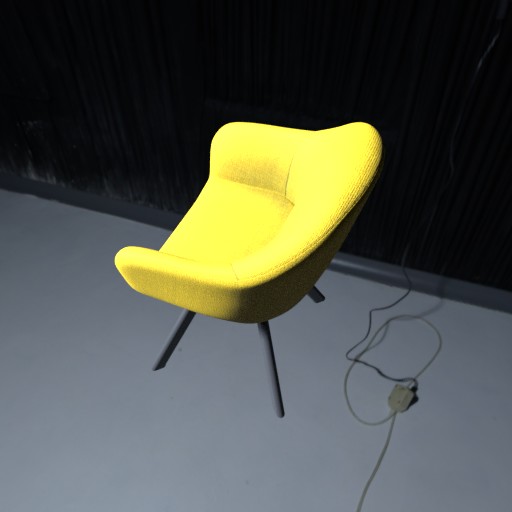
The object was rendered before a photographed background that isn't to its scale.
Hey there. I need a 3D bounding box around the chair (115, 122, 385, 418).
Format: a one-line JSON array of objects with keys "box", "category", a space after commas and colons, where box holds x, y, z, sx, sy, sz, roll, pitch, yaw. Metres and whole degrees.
[{"box": [0.000, 0.000, 1.235, 0.550, 0.795, 0.590, 16, 49, 14], "category": "chair"}]
